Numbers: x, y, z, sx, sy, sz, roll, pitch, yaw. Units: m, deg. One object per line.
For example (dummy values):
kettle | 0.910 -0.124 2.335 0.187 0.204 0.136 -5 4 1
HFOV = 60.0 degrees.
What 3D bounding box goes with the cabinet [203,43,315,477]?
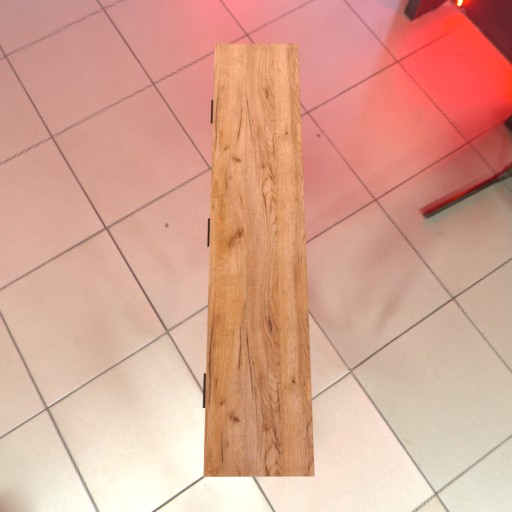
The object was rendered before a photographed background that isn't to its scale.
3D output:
cabinet | 0.000 0.000 2.137 0.395 0.762 1.800 0 74 0
